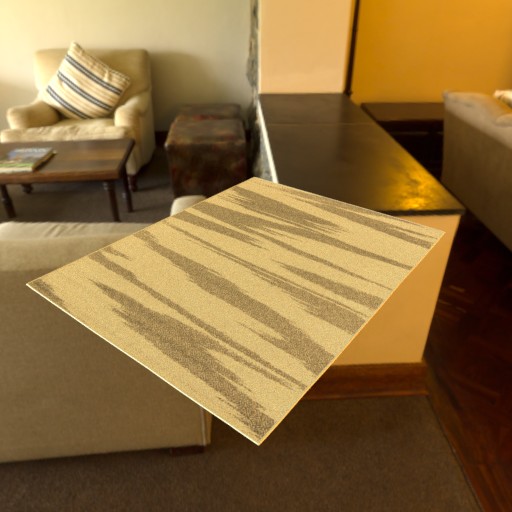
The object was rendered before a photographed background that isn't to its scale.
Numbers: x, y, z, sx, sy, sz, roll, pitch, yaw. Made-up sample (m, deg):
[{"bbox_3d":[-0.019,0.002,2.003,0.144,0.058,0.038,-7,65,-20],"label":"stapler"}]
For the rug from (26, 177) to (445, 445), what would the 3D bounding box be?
[{"bbox_3d":[0.000,0.000,3.891,2.353,0.014,2.945,22,38,32],"label":"rug"}]
